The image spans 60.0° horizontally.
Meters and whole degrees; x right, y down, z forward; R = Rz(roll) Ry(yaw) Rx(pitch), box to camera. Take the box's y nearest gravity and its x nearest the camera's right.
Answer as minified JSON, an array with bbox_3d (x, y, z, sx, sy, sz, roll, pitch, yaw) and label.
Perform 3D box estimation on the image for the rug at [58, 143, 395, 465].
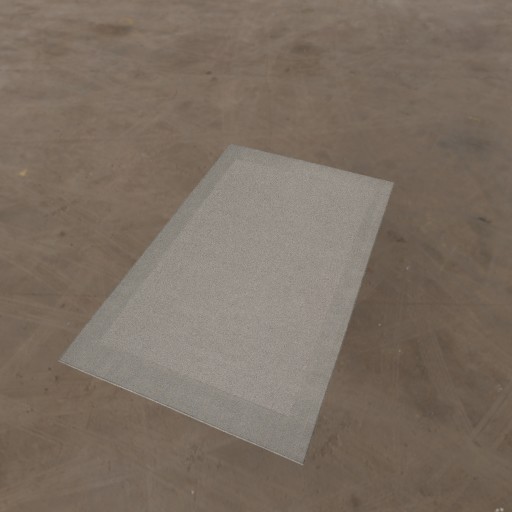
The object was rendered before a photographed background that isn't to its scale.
[{"bbox_3d":[0.000,0.000,3.175,1.524,0.014,2.438,17,50,15],"label":"rug"}]
